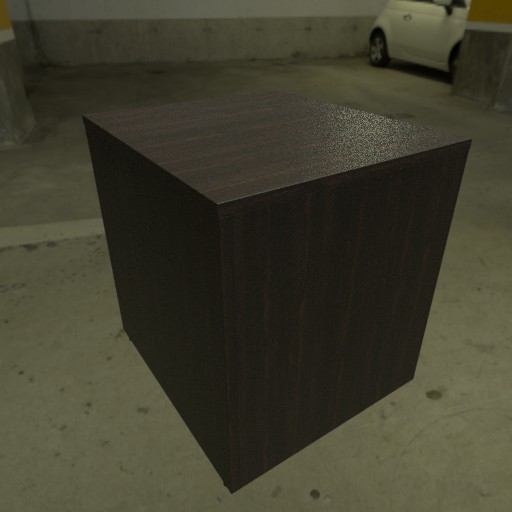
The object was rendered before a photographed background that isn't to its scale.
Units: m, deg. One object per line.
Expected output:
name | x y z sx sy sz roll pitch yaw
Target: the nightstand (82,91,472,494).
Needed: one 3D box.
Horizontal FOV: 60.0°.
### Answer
nightstand | 0.000 0.000 0.786 0.400 0.460 0.461 -19 35 -29
